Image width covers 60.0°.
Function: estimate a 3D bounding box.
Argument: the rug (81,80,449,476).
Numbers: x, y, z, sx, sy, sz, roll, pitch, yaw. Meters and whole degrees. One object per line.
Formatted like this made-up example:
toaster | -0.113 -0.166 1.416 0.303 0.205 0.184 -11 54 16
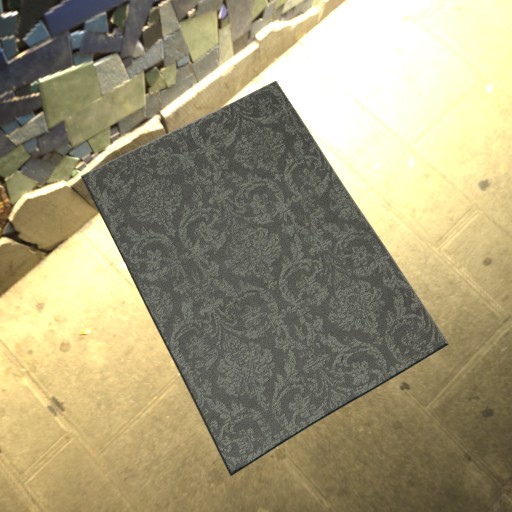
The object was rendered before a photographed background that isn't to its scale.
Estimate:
rug | 0.000 0.000 2.957 1.578 0.014 2.206 -28 78 -7
